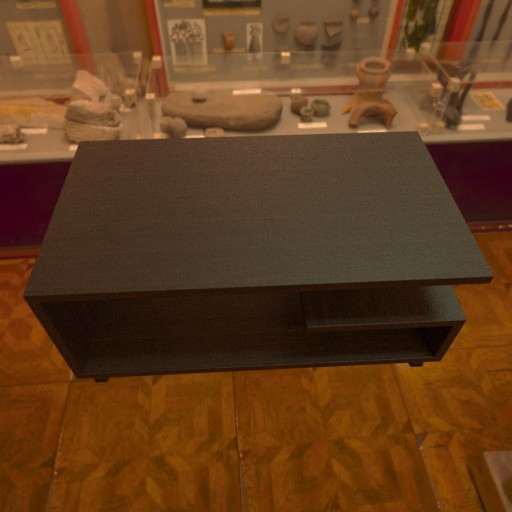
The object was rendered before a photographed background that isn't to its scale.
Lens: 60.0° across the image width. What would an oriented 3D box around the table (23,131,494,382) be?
[{"bbox_3d":[0.000,0.000,1.351,1.050,0.460,0.590,-2,48,-2],"label":"table"}]
